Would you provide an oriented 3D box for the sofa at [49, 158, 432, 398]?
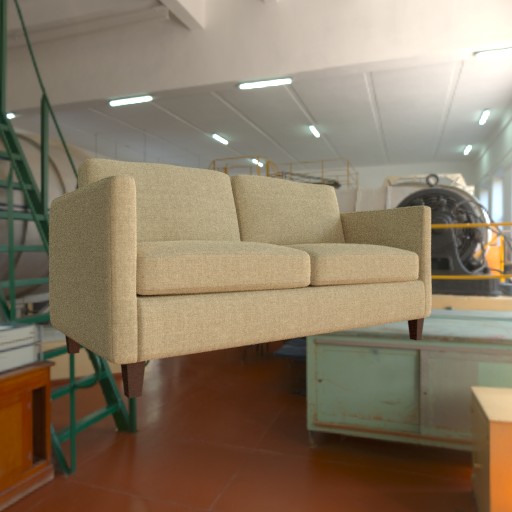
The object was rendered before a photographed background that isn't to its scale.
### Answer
[{"bbox_3d":[0.000,0.000,2.370,1.884,0.963,0.950,-1,1,-36],"label":"sofa"}]
